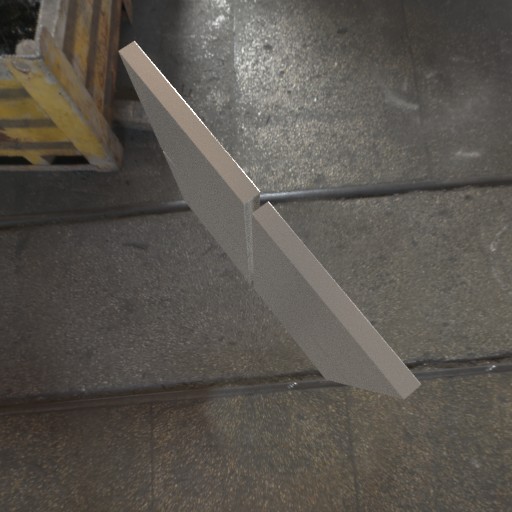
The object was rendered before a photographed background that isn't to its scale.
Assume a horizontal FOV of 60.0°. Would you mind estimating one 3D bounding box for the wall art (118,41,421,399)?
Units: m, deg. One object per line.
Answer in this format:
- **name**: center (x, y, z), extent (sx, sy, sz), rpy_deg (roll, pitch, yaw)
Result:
- **wall art**: center (0.000, 0.000, 0.885), extent (0.029, 0.611, 0.611), rpy_deg (-37, 79, -8)
